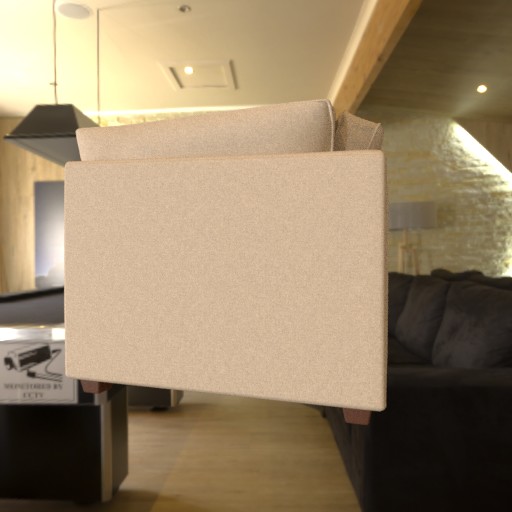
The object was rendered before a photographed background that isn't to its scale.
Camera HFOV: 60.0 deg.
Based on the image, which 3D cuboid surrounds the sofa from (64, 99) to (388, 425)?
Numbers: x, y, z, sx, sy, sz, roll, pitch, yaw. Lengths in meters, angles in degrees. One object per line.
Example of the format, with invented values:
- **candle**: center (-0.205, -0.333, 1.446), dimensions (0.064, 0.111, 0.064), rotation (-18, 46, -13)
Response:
- **sofa**: center (0.000, 0.000, 1.806), dimensions (1.042, 0.937, 1.050), rotation (0, 0, 18)
